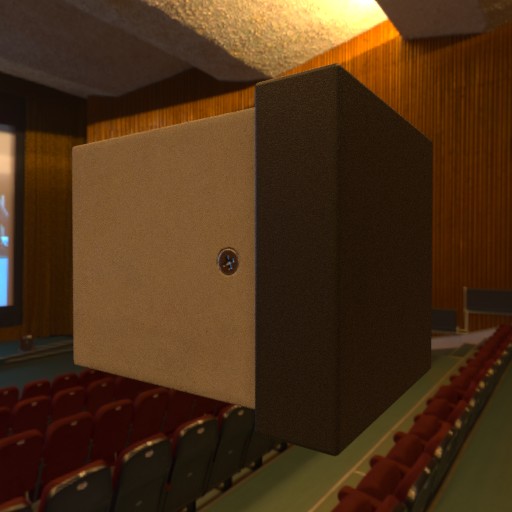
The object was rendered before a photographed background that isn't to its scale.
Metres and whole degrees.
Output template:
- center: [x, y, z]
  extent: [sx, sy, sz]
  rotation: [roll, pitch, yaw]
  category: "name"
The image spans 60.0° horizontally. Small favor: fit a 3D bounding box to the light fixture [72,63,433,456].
- center: [0.000, 0.000, 0.224]
  extent: [0.143, 0.121, 0.121]
  rotation: [1, 1, 34]
  category: "light fixture"
